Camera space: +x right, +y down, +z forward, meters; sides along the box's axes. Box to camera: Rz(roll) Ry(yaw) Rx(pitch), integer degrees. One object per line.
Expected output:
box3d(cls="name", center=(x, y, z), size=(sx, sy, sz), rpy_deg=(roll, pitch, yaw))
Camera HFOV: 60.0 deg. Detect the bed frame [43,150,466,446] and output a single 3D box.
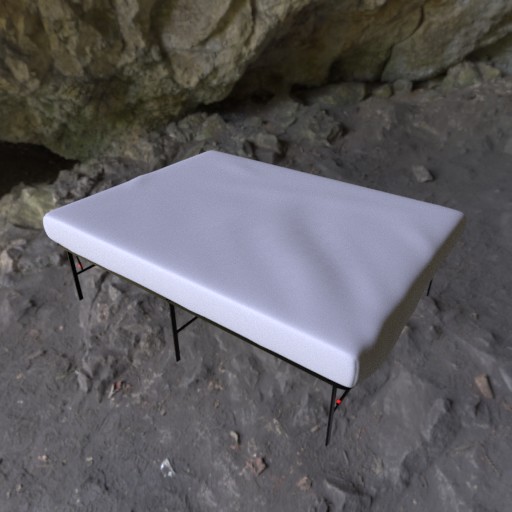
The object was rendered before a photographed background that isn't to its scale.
box3d(cls="bed frame", center=(0.000, 0.000, 2.827), size=(2.151, 0.667, 1.584), rpy_deg=(21, 37, 30))
